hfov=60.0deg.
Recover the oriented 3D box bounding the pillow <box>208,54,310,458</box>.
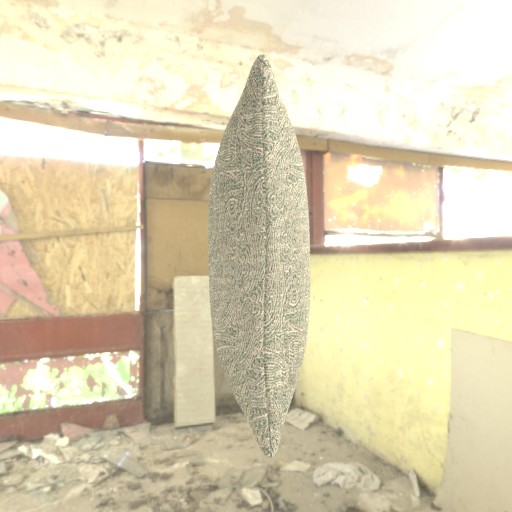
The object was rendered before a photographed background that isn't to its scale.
[{"bbox_3d":[0.000,0.000,0.811,0.166,0.507,0.526,0,0,-3],"label":"pillow"}]
